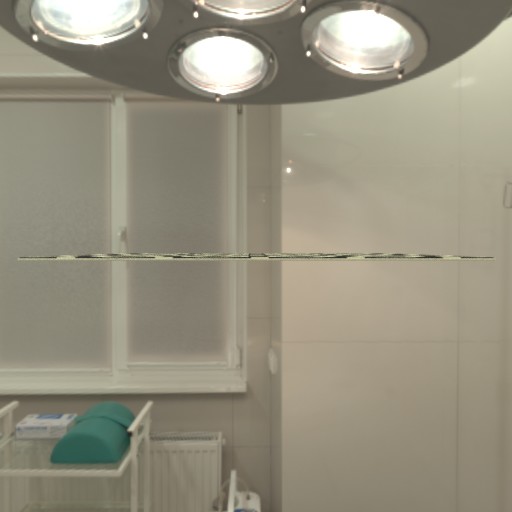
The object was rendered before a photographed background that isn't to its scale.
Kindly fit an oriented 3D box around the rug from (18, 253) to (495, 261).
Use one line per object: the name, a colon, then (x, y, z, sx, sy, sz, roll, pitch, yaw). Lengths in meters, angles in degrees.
rug: (0.000, 0.000, 2.894, 2.286, 0.016, 1.555, 0, 1, -1)
